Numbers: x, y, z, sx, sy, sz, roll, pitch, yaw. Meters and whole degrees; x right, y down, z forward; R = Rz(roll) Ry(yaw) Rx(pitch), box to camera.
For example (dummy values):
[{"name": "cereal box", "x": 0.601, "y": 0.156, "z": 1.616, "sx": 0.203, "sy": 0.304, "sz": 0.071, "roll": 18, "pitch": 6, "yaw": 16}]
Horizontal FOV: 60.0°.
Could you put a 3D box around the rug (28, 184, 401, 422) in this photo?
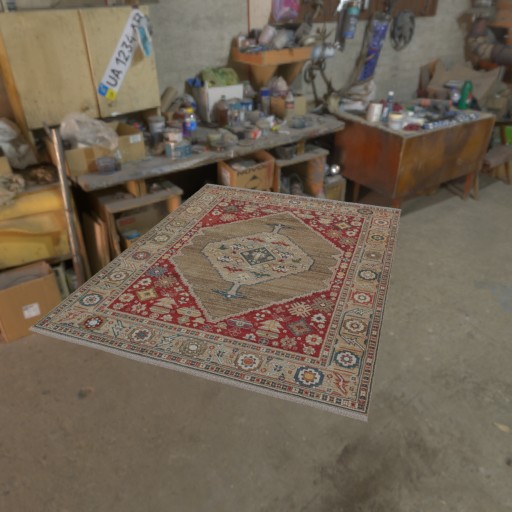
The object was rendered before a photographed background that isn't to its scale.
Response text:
[{"name": "rug", "x": 0.000, "y": 0.000, "z": 4.165, "sx": 2.451, "sy": 0.008, "sz": 3.143, "roll": 10, "pitch": 32, "yaw": 17}]
